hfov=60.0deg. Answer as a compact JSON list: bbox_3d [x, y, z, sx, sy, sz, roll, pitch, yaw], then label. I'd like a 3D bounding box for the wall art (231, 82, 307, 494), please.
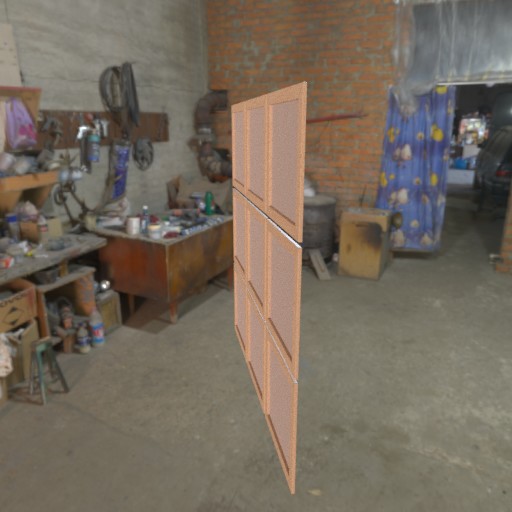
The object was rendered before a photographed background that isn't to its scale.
[{"bbox_3d":[0.000,0.000,2.240,0.014,1.507,1.519,-3,16,-11],"label":"wall art"}]
